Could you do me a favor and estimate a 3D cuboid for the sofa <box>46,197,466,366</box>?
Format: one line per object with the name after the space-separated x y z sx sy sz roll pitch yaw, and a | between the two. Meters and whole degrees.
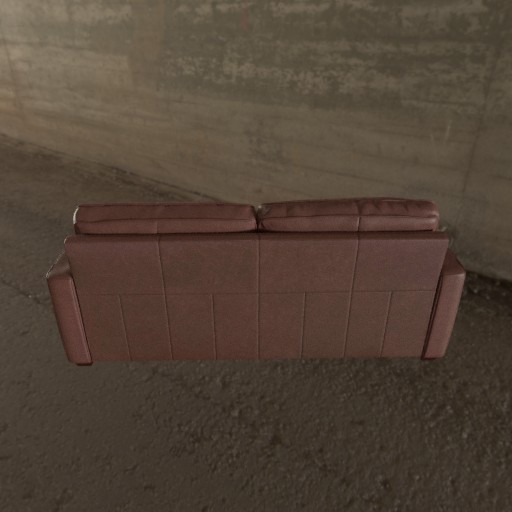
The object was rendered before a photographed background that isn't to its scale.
0.000 0.000 2.595 2.080 0.919 0.940 -1 29 -1 | sofa
